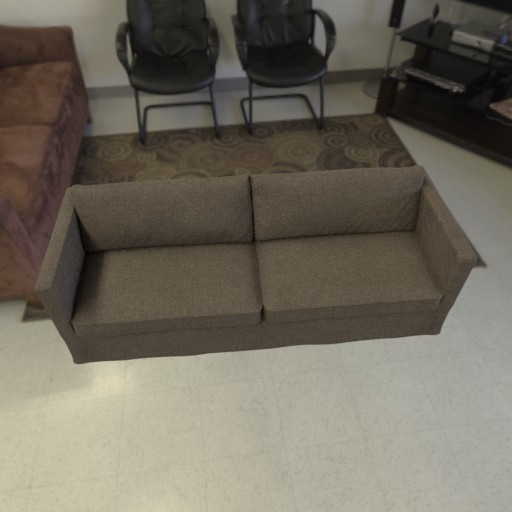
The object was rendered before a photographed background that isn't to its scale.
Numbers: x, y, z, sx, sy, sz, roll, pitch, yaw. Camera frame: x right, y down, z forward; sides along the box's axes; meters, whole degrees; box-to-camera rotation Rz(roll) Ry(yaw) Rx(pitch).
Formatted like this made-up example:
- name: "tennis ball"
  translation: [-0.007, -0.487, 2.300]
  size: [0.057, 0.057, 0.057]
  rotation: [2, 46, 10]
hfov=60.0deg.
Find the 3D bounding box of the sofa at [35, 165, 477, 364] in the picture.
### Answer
- name: "sofa"
  translation: [0.000, 0.000, 3.288]
  size: [2.779, 0.998, 1.036]
  rotation: [-4, 47, -4]
